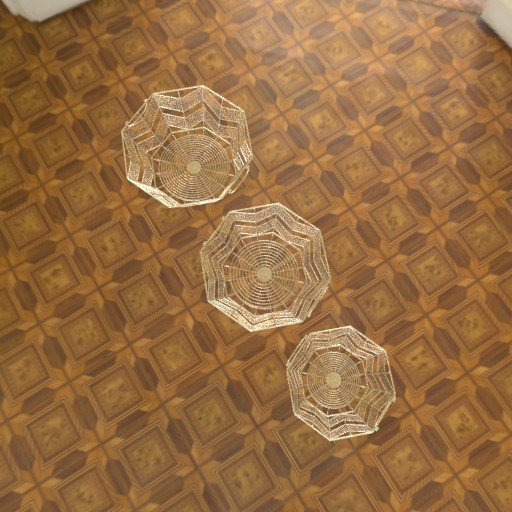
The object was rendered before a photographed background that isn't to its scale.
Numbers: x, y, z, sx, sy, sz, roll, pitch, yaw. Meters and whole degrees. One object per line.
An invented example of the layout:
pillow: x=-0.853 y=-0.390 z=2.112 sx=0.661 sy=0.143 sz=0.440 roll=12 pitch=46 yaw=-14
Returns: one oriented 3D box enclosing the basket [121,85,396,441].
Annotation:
basket: x=0.000 y=0.000 z=1.412 sx=0.432 sy=0.178 sz=1.246 roll=-32 pitch=79 yaw=-7
